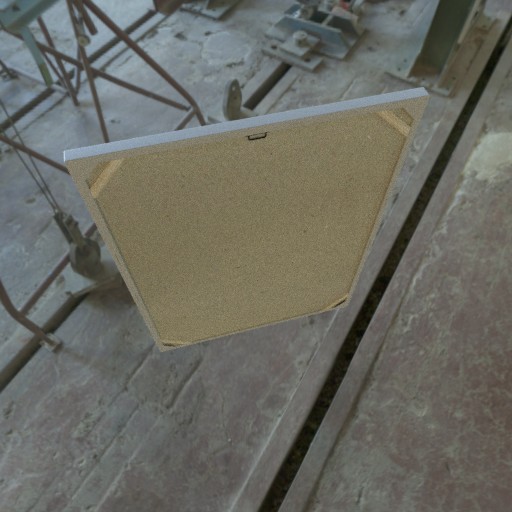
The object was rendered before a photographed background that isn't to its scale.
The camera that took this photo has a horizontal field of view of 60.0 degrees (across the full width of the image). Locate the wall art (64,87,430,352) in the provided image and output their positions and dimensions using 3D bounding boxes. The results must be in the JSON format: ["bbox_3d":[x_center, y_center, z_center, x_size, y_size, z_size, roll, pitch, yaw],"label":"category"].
[{"bbox_3d":[0.000,0.000,1.591,0.914,1.212,0.038,-13,58,-8],"label":"wall art"}]
